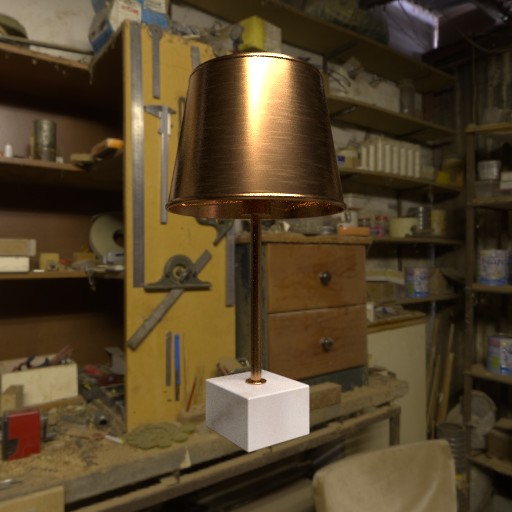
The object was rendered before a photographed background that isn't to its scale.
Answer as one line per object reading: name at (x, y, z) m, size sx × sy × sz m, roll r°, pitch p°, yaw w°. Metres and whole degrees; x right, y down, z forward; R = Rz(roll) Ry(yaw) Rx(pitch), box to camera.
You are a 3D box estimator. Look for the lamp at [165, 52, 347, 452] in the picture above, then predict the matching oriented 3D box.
lamp at (0.000, 0.000, 0.518) m, size 0.208 × 0.406 × 0.208 m, roll 0°, pitch -1°, yaw 0°
